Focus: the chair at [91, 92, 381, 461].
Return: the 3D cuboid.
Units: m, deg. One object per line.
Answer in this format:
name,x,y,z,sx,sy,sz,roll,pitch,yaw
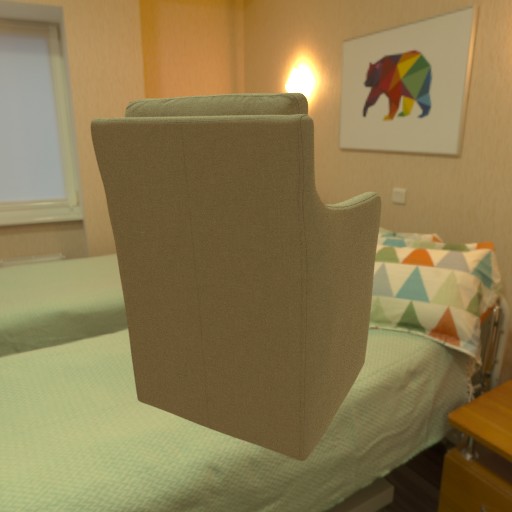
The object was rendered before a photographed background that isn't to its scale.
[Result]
chair,0.000,0.000,1.372,0.626,0.914,0.694,8,18,27
